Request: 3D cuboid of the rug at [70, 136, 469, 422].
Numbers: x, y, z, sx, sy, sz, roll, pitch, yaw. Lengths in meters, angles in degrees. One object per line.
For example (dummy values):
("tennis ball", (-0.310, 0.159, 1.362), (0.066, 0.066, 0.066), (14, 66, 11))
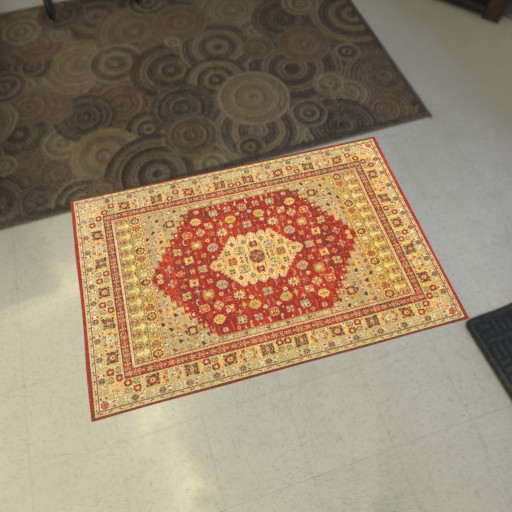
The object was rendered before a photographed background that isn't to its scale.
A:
("rug", (0.000, 0.000, 2.291), (1.802, 0.013, 1.194), (-13, 63, -7))
